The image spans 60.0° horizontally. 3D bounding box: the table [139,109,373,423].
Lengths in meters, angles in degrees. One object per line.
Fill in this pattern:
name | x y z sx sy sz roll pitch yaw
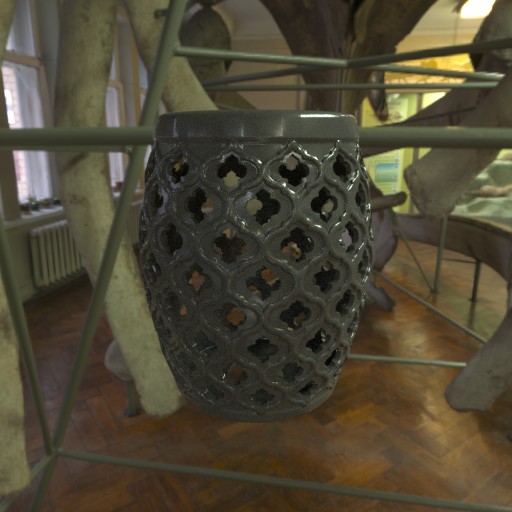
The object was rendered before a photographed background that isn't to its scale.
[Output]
table | 0.000 0.000 0.640 0.325 0.388 0.325 0 15 0
